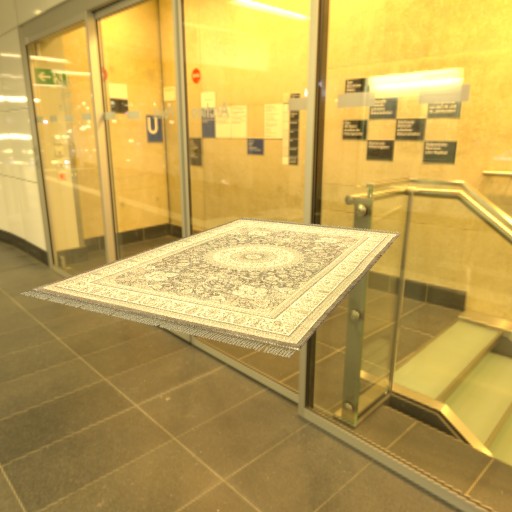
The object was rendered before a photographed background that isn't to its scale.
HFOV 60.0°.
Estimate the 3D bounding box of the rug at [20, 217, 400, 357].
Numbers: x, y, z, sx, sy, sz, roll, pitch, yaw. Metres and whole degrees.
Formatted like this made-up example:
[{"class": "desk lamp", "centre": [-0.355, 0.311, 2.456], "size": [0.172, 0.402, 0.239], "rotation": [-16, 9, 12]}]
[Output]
[{"class": "rug", "centre": [0.000, 0.000, 4.233], "size": [2.143, 0.015, 3.422], "rotation": [8, 17, 26]}]
